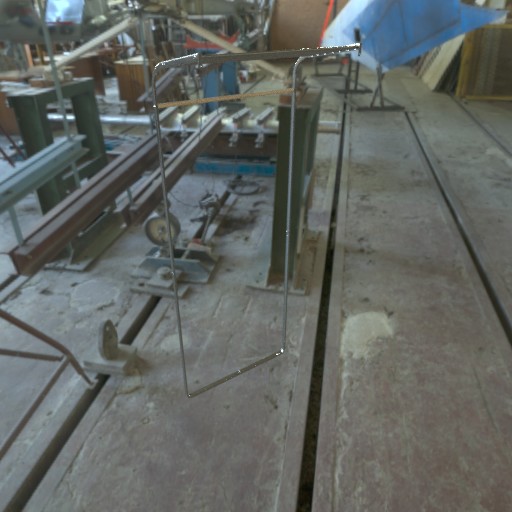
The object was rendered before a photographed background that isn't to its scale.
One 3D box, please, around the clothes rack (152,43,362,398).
[{"bbox_3d":[0.000,0.000,1.817,0.609,1.574,0.349,-19,35,-29],"label":"clothes rack"}]
